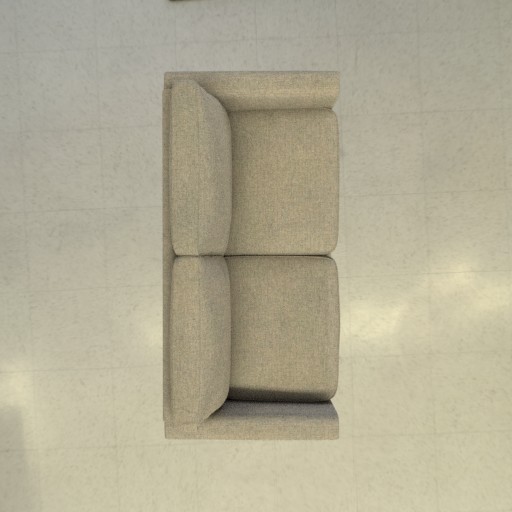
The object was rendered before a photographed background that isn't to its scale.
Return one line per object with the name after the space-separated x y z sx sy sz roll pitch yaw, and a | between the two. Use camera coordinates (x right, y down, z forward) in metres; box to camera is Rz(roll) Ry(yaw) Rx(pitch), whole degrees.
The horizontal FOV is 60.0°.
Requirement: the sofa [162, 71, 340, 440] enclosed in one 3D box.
0.000 0.000 2.514 0.969 0.892 1.978 0 90 0 | sofa
